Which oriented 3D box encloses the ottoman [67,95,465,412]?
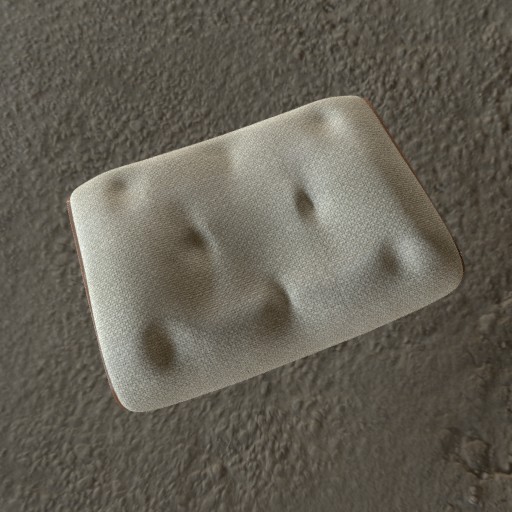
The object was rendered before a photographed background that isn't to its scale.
[{"bbox_3d":[0.000,0.000,0.805,0.520,0.391,0.394,-20,76,-5],"label":"ottoman"}]
